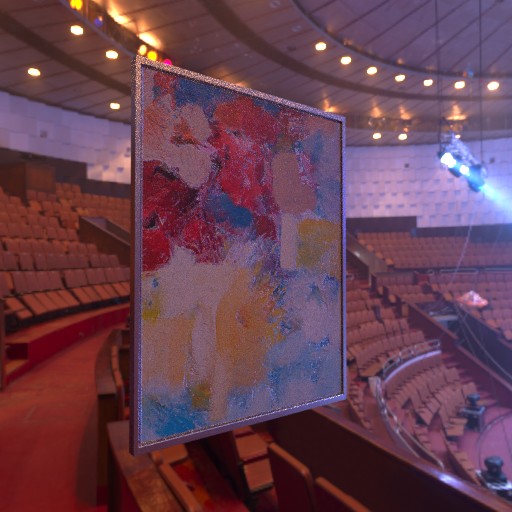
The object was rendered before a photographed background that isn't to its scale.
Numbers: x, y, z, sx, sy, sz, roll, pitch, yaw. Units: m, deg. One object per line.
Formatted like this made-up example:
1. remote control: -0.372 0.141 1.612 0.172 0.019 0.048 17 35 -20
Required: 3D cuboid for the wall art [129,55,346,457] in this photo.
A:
1. wall art: 0.000 0.000 1.412 0.816 1.046 0.030 1 -1 -37
